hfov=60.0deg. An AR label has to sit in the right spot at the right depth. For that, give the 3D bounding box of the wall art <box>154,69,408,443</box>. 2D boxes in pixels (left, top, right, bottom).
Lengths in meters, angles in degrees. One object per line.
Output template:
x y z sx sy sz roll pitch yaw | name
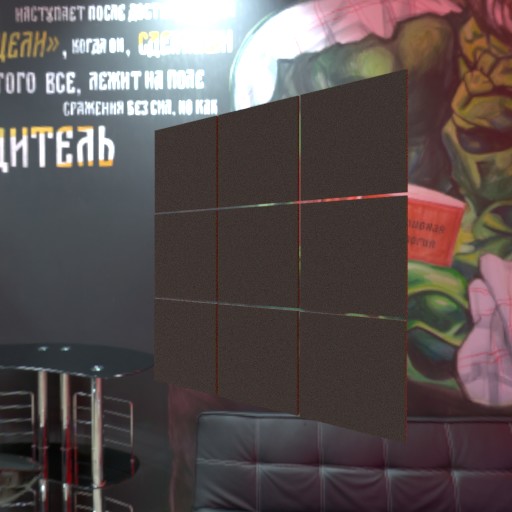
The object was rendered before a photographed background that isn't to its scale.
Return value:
0.000 0.000 2.257 1.527 1.521 0.017 0 0 36 | wall art
